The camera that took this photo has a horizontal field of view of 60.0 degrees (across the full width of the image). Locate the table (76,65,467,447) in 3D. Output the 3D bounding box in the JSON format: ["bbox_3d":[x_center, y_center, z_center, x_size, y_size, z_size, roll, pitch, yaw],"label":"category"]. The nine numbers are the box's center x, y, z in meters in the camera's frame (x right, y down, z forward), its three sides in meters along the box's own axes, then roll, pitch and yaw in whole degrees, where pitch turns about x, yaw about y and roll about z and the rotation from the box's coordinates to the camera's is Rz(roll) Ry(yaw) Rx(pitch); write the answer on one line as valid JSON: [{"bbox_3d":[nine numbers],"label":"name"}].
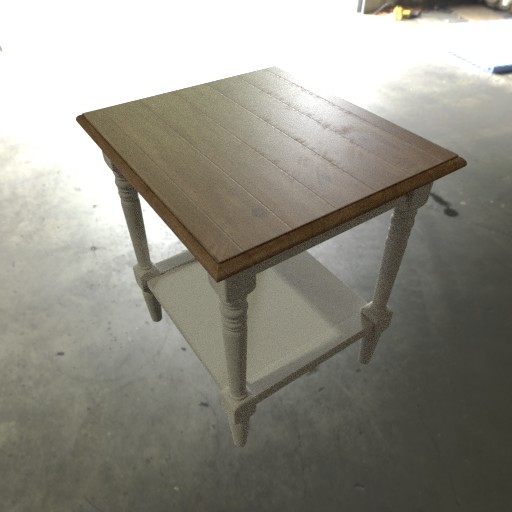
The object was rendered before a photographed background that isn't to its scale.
[{"bbox_3d":[0.000,0.000,0.935,0.457,0.561,0.508,-25,48,-25],"label":"table"}]
